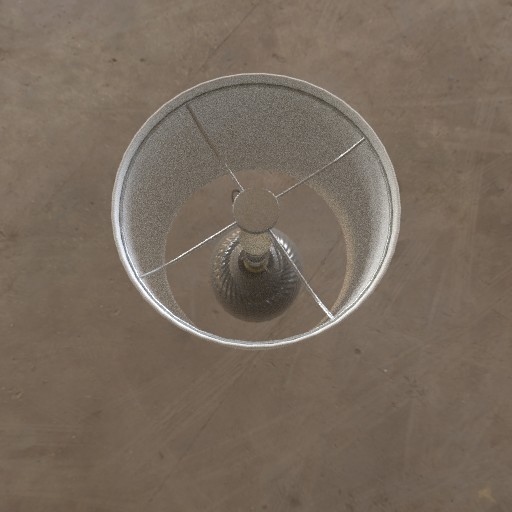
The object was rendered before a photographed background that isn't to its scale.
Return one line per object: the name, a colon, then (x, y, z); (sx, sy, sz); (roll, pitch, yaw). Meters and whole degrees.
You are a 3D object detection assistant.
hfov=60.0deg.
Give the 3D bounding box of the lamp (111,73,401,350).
lamp: (0.000, 0.000, 0.495); (0.207, 0.366, 0.207); (-32, 80, -7)
